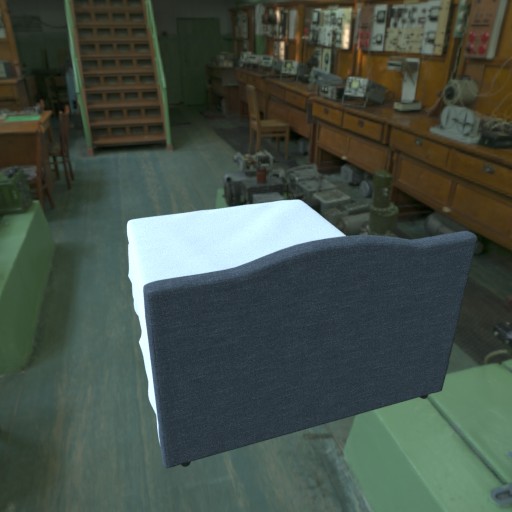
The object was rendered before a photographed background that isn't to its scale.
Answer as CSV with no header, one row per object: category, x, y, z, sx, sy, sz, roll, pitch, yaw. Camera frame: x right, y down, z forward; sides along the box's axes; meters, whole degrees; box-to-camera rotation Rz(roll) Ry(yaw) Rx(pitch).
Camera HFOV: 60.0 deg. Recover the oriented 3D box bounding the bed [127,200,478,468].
bed,0.000,0.000,3.883,2.161,1.457,2.689,-9,28,-17
